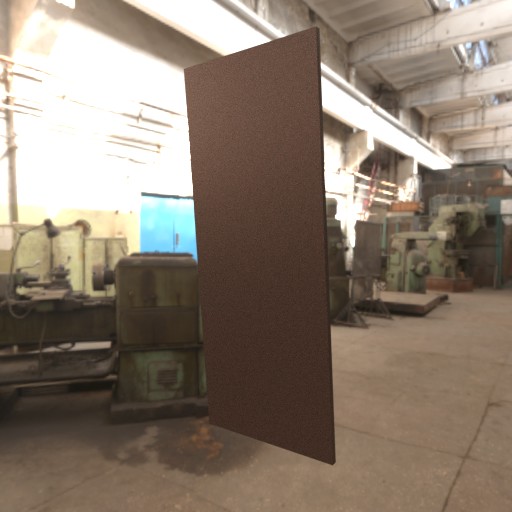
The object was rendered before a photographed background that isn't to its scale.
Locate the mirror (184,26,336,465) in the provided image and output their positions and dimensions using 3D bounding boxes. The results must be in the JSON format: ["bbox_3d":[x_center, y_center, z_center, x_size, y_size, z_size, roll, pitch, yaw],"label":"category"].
[{"bbox_3d":[0.000,0.000,2.288,0.812,2.020,0.221,2,3,37],"label":"mirror"}]
